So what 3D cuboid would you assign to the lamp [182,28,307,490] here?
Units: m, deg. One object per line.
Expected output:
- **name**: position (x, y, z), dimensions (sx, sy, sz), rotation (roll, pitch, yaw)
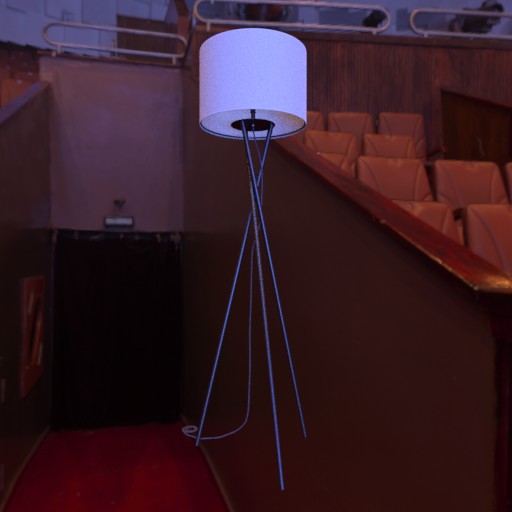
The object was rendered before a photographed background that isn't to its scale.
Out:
- **lamp**: position (0.000, 0.000, 1.844), dimensions (0.522, 1.624, 0.667), rotation (0, 0, -18)
